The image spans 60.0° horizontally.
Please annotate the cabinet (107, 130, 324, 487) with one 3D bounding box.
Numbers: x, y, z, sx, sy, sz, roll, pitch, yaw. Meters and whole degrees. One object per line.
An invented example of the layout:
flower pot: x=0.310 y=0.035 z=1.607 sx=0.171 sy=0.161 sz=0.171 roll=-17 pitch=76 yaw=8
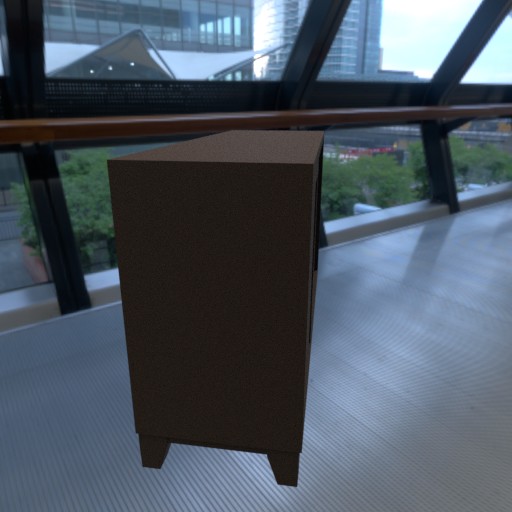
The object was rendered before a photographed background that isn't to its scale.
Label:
cabinet: x=0.000 y=0.000 z=1.800 sx=0.482 sy=0.914 sz=1.396 roll=3 pitch=19 yaw=9
